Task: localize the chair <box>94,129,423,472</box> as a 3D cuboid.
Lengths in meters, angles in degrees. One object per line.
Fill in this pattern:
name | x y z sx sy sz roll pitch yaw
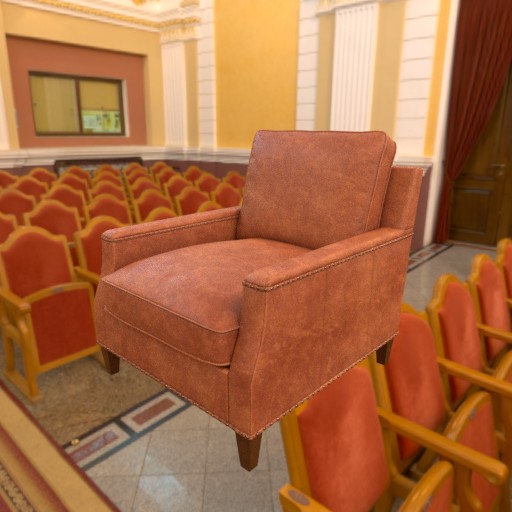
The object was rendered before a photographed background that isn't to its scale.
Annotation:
chair | 0.000 0.000 1.725 0.853 0.943 1.014 14 21 41
